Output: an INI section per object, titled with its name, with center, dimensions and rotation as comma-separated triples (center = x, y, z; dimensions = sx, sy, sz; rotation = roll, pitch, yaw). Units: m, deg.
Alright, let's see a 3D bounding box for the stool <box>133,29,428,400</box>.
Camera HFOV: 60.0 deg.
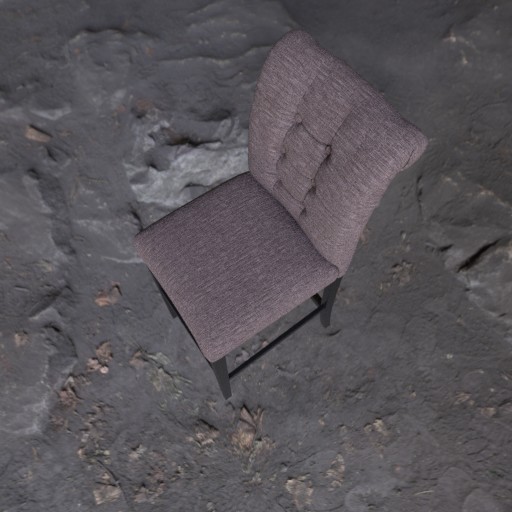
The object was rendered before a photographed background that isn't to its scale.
[stool]
center = 0.000, 0.000, 1.404
dimensions = 0.613, 1.131, 0.452
rotation = -32, 67, -15
